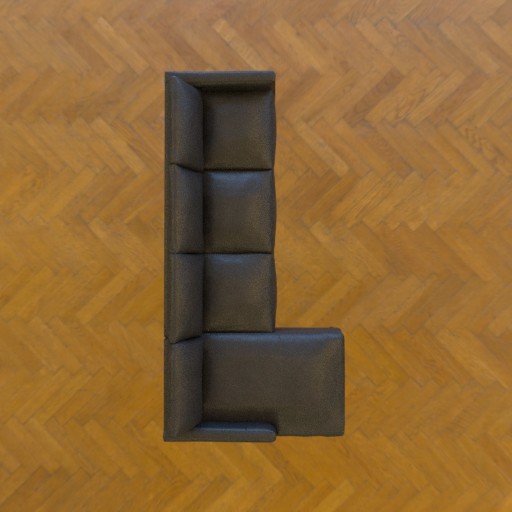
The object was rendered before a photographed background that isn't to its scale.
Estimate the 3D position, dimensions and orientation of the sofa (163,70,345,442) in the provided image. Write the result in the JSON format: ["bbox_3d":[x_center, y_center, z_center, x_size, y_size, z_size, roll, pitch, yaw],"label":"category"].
[{"bbox_3d":[0.000,0.000,3.742,1.471,0.859,2.993,0,89,3],"label":"sofa"}]
